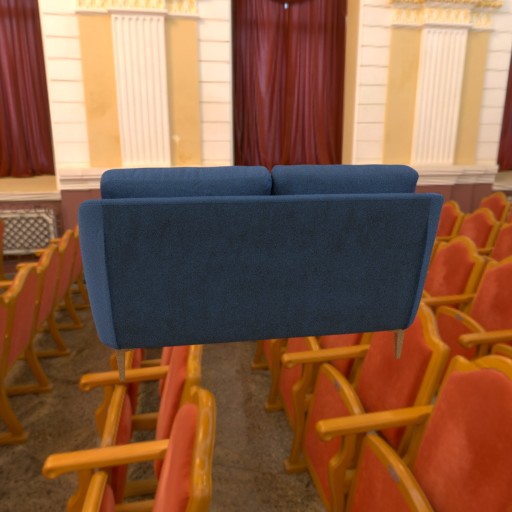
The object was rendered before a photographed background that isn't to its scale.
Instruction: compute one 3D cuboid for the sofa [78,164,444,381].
[{"bbox_3d":[0.000,0.000,2.189,1.619,0.902,0.960,-2,14,-9],"label":"sofa"}]
